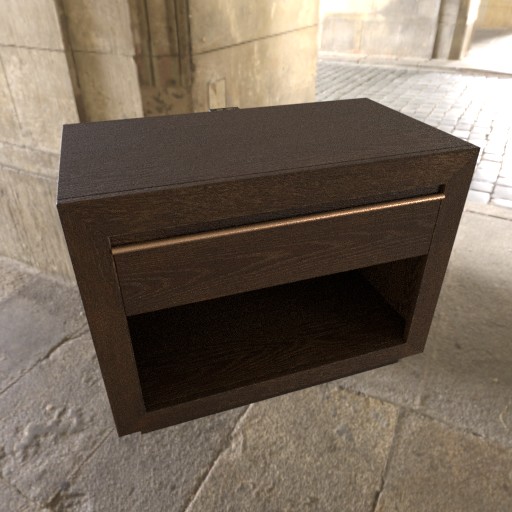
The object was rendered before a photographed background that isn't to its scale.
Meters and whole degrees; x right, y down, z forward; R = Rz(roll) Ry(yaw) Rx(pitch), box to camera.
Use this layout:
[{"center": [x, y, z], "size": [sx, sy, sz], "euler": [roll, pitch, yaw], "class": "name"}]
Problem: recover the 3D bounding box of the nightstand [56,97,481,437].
[{"center": [0.000, 0.000, 1.099], "size": [0.775, 0.612, 0.457], "euler": [-11, 34, -16], "class": "nightstand"}]
